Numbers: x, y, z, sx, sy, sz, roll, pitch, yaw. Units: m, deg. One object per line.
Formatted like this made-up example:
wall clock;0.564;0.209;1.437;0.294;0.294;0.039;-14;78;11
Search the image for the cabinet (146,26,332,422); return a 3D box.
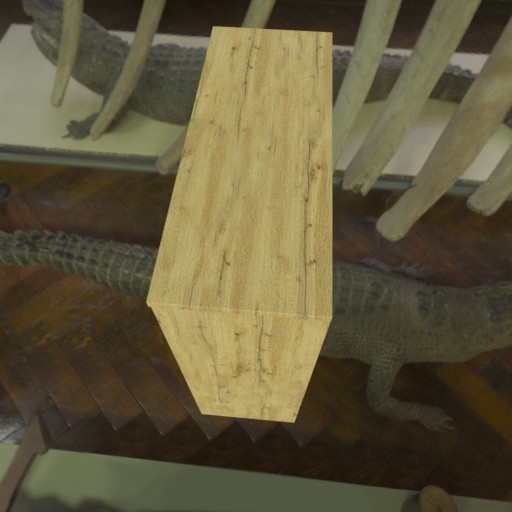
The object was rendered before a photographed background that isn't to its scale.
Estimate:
cabinet;0.000;0.000;1.973;0.473;1.397;1.168;4;59;3
